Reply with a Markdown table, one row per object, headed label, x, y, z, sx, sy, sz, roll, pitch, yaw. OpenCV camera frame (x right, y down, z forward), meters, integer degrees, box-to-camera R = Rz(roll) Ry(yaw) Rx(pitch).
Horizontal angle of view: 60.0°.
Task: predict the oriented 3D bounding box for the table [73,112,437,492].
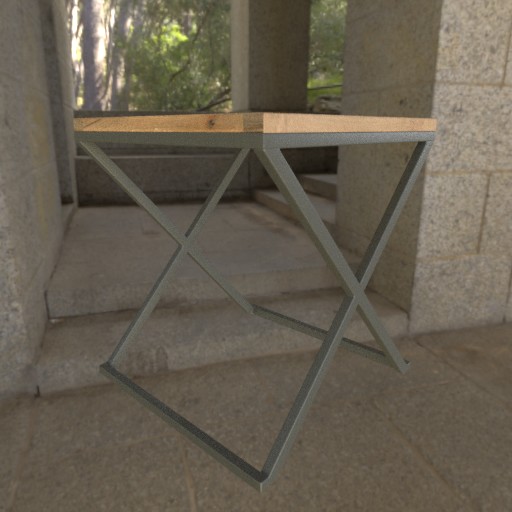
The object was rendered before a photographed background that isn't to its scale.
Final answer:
| label | x | y | z | sx | sy | sz | roll | pitch | yaw |
| --- | --- | --- | --- | --- | --- | --- | --- | --- | --- |
| table | 0.000 | 0.000 | 0.927 | 0.499 | 0.550 | 0.498 | 15 | 22 | 42 |
